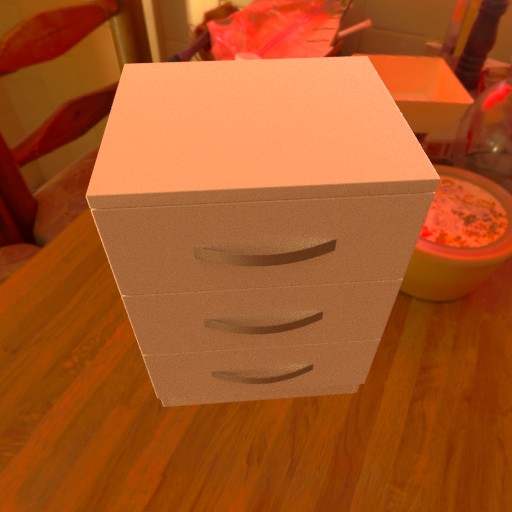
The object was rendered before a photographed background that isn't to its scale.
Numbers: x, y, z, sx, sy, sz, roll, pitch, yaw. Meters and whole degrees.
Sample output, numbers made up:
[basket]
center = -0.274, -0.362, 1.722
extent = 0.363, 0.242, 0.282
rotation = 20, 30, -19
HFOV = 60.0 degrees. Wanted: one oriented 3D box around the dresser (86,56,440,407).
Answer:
[dresser]
center = 0.000, 0.000, 0.809
extent = 0.400, 0.560, 0.360
rotation = -3, 47, -3
